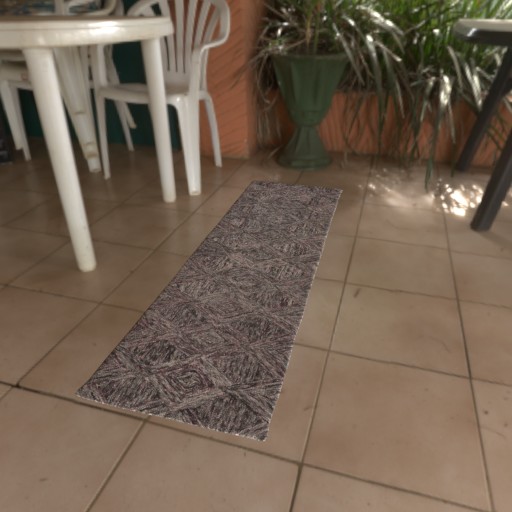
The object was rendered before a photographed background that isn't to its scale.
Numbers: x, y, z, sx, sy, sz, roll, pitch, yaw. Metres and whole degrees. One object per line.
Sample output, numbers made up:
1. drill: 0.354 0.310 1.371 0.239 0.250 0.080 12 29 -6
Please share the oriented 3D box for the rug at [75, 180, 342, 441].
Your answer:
1. rug: 0.000 0.000 2.472 0.719 0.013 2.305 8 31 14
